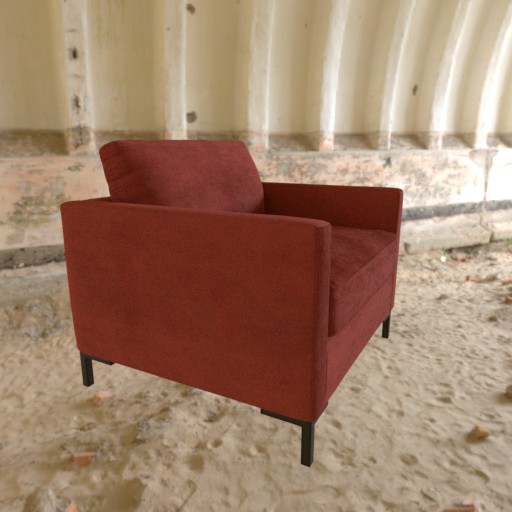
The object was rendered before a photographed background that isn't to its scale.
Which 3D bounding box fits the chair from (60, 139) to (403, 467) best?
[{"bbox_3d":[0.000,0.000,1.594,0.875,0.812,0.964,8,16,28],"label":"chair"}]
